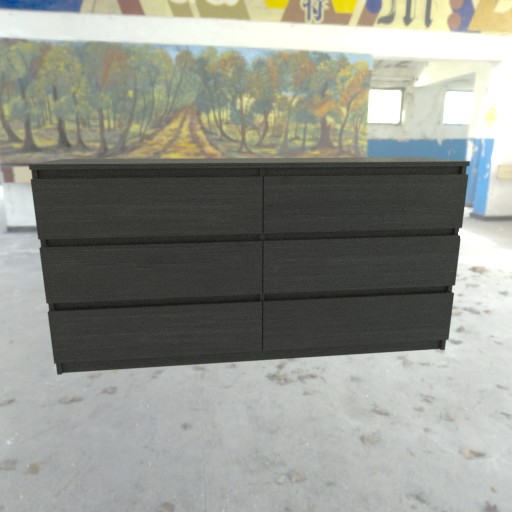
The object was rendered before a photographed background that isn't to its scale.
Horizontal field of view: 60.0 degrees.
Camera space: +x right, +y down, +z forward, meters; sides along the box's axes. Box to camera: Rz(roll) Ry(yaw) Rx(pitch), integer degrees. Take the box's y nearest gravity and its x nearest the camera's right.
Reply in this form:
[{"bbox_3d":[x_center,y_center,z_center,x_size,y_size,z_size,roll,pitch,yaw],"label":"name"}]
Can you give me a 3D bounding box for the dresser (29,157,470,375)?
[{"bbox_3d":[0.000,0.000,1.879,1.590,0.795,0.400,-2,15,-7],"label":"dresser"}]
